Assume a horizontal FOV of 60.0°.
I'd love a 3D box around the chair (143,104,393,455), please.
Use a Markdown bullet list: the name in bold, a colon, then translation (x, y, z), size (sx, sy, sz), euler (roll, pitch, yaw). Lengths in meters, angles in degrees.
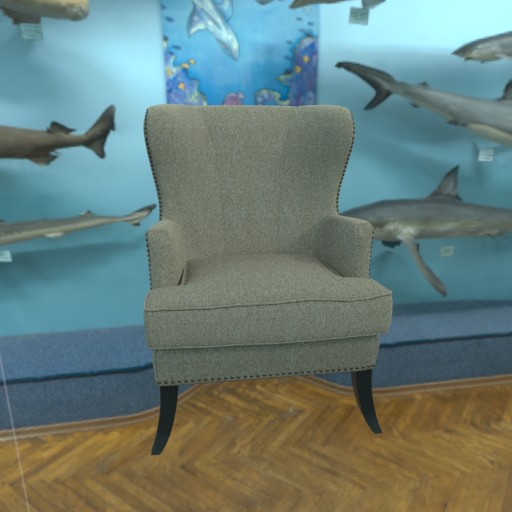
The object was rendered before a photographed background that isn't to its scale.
- **chair**: translation (0.000, 0.000, 1.612), size (0.759, 1.060, 0.758), euler (-2, 17, -8)
